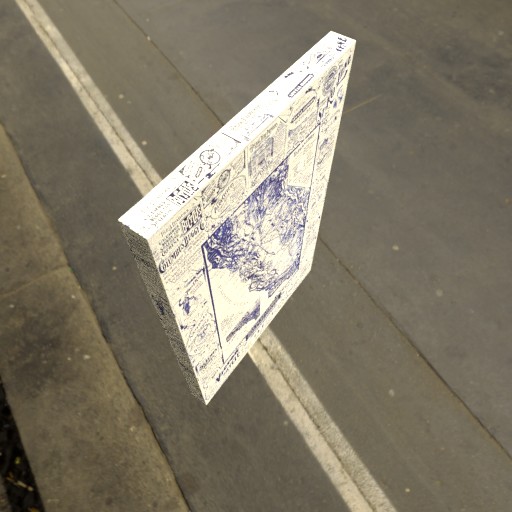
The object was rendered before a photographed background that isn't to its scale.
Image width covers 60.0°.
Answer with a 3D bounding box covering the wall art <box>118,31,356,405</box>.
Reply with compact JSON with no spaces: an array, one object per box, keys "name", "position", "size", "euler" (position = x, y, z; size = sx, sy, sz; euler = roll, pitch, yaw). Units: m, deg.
[{"name":"wall art","position":[0.000,0.000,0.481],"size":[0.025,0.376,0.255],"euler":[31,62,19]}]
